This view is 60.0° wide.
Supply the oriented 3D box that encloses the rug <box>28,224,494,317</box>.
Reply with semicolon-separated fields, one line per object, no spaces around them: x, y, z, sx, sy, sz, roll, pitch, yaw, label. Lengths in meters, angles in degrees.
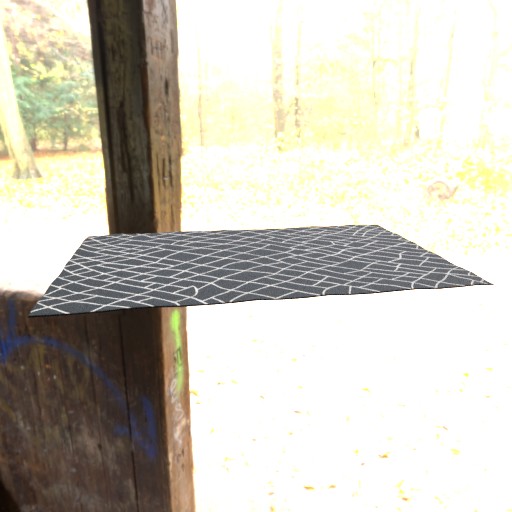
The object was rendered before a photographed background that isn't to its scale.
0.000;0.000;2.998;2.448;0.017;1.529;-3;17;-9;rug
